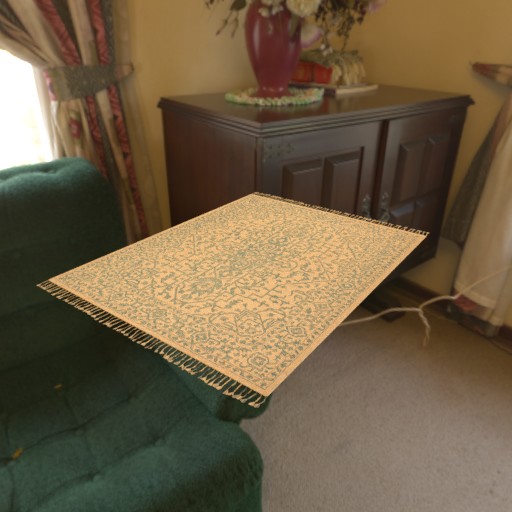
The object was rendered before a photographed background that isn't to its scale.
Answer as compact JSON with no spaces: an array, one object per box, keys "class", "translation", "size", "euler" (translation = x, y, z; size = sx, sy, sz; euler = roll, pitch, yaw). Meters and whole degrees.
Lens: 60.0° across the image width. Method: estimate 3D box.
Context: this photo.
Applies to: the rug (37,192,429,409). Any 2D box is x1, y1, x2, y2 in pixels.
[{"class":"rug","translation":[0.000,0.000,4.469],"size":[2.464,0.010,3.327],"euler":[18,32,32]}]
